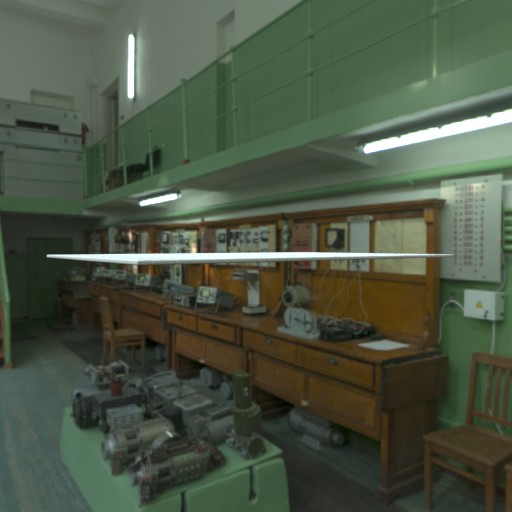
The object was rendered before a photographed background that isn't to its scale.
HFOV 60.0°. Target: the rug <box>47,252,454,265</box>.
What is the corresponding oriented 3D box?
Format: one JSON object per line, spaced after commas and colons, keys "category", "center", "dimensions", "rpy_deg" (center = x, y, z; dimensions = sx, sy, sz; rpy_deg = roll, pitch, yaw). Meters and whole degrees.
{"category": "rug", "center": [0.000, 0.000, 2.385], "dimensions": [1.828, 0.015, 1.222], "rpy_deg": [-1, 1, -37]}
